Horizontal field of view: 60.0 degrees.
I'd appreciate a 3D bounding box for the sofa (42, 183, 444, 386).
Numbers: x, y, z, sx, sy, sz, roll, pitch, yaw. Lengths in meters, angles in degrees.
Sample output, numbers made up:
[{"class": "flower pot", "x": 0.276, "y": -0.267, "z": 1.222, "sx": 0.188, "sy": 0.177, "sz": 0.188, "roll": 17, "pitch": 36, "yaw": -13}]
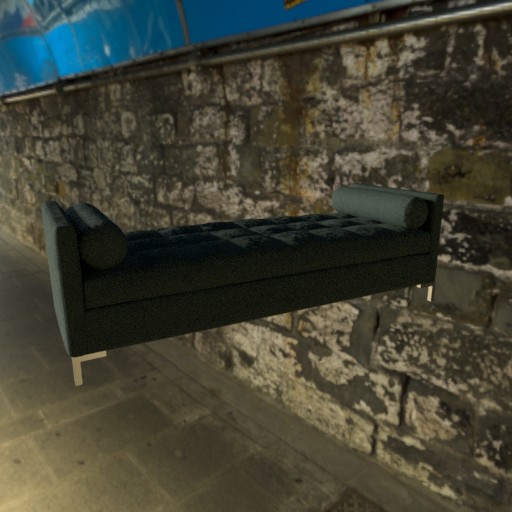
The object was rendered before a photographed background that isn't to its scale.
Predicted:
[{"class": "sofa", "x": 0.000, "y": 0.000, "z": 2.494, "sx": 2.102, "sy": 0.657, "sz": 0.797, "roll": -8, "pitch": 17, "yaw": -27}]
